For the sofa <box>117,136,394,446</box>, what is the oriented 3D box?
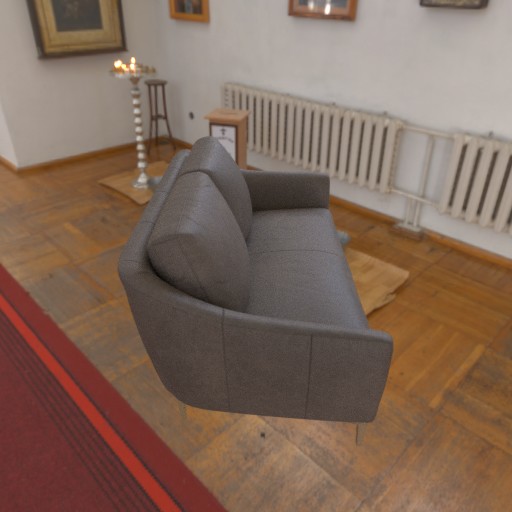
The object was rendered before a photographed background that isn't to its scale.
[{"bbox_3d":[0.000,0.000,2.225,0.960,0.902,1.619,0,30,0],"label":"sofa"}]
